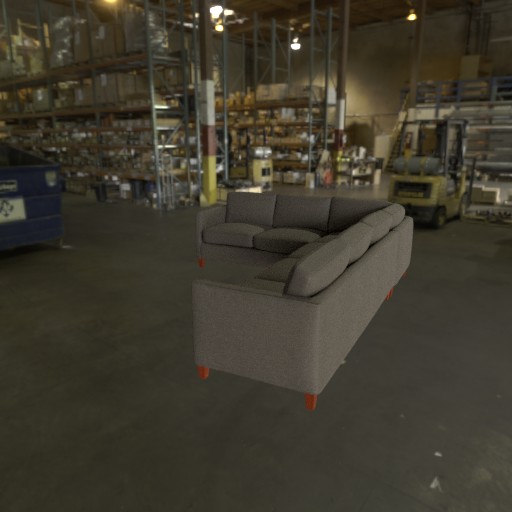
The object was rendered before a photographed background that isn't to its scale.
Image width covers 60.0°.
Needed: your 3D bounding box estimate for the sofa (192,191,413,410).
[{"bbox_3d":[0.000,0.000,4.539,2.593,0.947,3.302,8,16,27],"label":"sofa"}]
